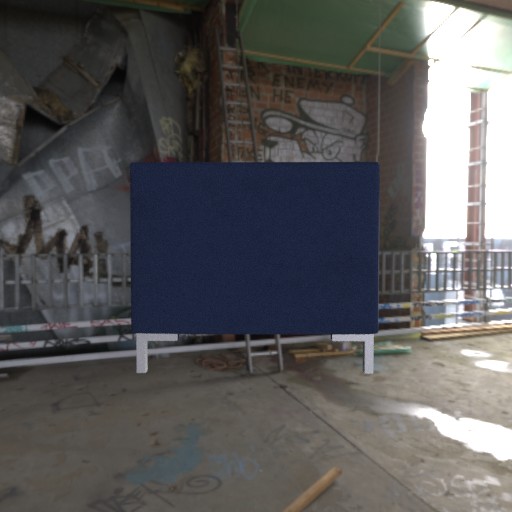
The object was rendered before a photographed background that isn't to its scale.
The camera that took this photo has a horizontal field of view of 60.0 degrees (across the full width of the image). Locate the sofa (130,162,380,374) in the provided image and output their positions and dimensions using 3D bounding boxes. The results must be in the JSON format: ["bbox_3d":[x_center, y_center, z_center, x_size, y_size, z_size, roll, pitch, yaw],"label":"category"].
[{"bbox_3d":[0.000,0.000,2.394,0.797,0.657,2.102,0,2,0],"label":"sofa"}]
